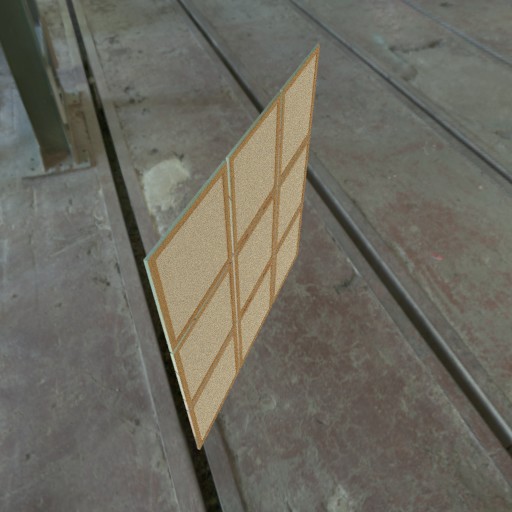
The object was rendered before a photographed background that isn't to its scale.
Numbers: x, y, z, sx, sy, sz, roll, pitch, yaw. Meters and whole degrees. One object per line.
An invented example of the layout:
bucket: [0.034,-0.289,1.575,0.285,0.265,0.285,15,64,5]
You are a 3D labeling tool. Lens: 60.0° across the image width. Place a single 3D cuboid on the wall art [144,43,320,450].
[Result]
wall art: [0.000,0.000,2.244,0.013,1.523,1.517,18,51,15]
